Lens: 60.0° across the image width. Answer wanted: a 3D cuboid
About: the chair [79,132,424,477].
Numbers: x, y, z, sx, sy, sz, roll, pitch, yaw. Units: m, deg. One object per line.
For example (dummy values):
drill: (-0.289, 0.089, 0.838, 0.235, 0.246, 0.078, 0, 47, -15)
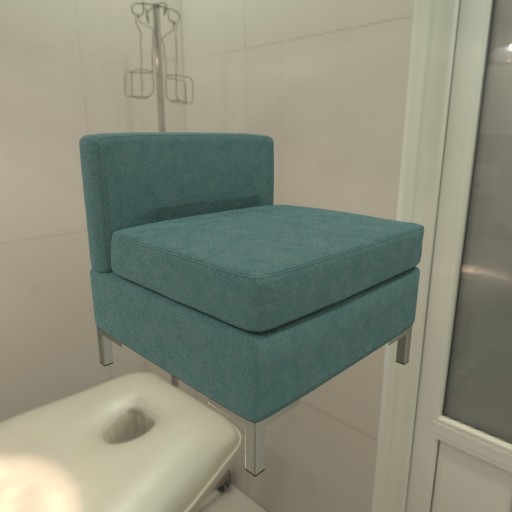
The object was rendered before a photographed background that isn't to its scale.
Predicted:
chair: (0.000, 0.000, 1.224, 0.685, 0.660, 0.684, 14, 21, 43)
